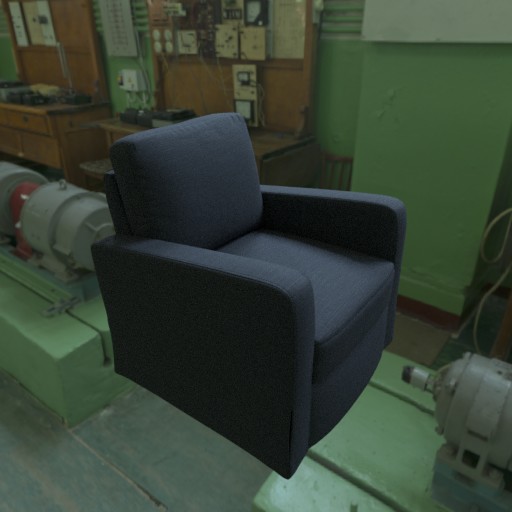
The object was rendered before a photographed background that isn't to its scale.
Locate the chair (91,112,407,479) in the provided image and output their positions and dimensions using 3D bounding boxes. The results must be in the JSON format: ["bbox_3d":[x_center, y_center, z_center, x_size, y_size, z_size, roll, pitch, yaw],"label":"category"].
[{"bbox_3d":[0.000,0.000,1.538,0.863,0.855,0.798,18,32,32],"label":"chair"}]
